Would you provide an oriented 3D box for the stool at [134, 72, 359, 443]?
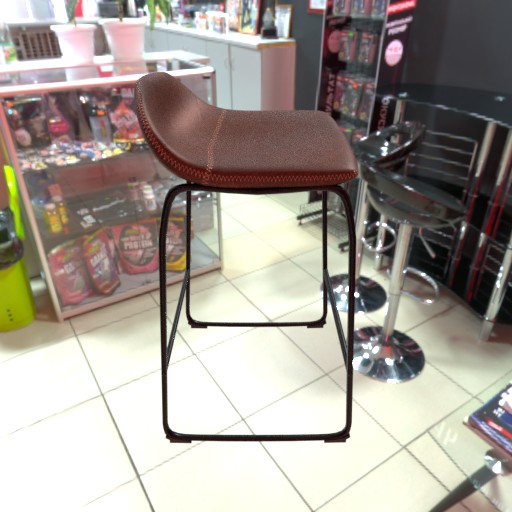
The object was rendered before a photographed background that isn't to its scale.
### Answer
[{"bbox_3d":[0.000,0.000,1.092,0.473,0.830,0.454,0,32,0],"label":"stool"}]
